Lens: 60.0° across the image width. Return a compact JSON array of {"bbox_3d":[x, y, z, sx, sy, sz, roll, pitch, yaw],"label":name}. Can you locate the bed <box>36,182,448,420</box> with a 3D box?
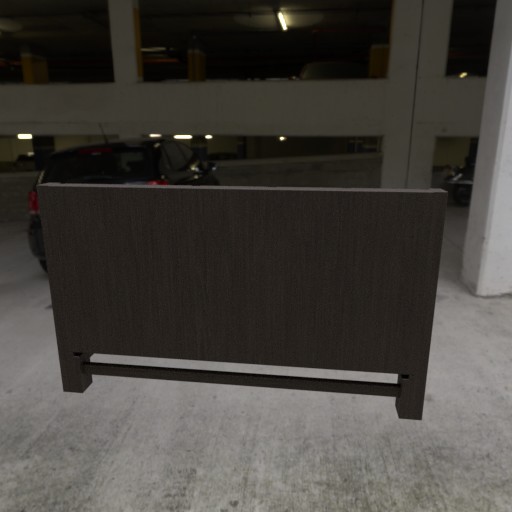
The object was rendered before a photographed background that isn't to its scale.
[{"bbox_3d":[0.000,0.000,3.394,2.134,1.270,2.012,2,16,7],"label":"bed"}]
